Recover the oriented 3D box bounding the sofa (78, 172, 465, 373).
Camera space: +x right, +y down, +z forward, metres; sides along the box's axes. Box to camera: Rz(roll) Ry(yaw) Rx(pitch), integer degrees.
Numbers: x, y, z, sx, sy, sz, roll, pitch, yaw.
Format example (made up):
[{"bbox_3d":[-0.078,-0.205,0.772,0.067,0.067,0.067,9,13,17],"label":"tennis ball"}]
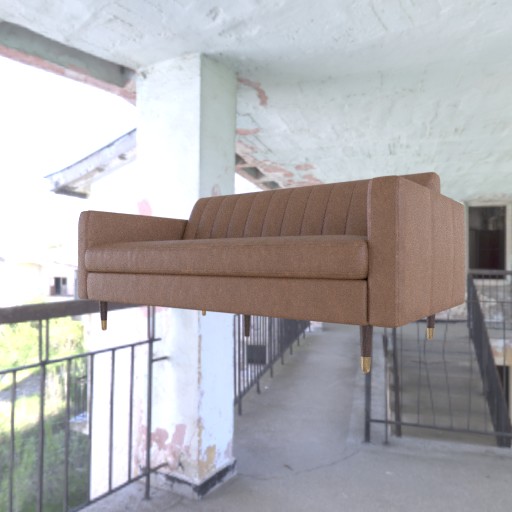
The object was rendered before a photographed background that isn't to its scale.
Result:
[{"bbox_3d":[0.000,0.000,2.307,1.847,0.821,0.993,0,-1,37],"label":"sofa"}]
